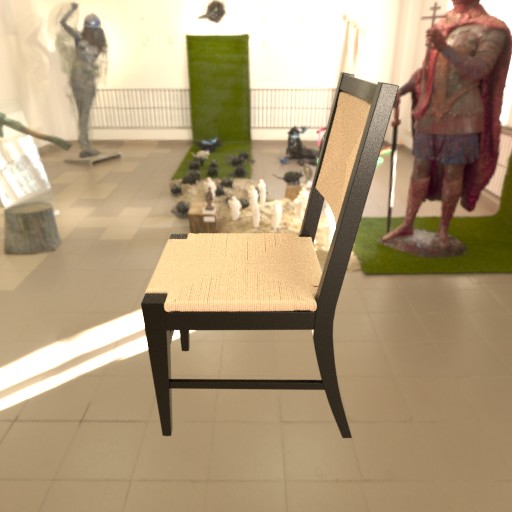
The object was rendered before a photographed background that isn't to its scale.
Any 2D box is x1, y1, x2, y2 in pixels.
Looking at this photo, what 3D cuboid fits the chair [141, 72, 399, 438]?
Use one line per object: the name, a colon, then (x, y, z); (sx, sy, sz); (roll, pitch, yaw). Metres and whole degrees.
chair: (0.000, 0.000, 1.232); (0.552, 0.927, 0.437); (0, 25, 0)
